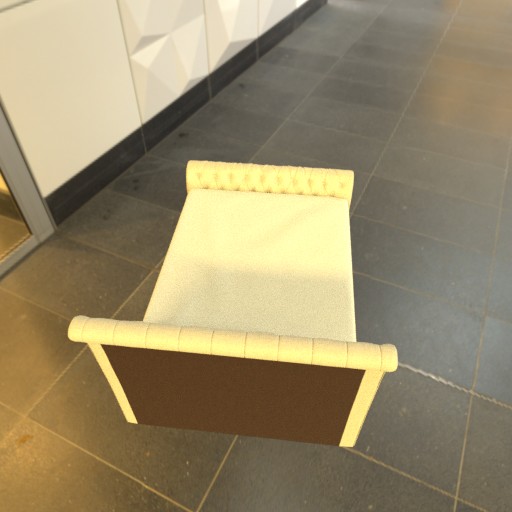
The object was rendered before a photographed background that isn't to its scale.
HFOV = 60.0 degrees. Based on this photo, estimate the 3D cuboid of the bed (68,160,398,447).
[{"bbox_3d":[0.000,0.000,3.417,1.606,1.268,2.493,5,45,4],"label":"bed"}]
